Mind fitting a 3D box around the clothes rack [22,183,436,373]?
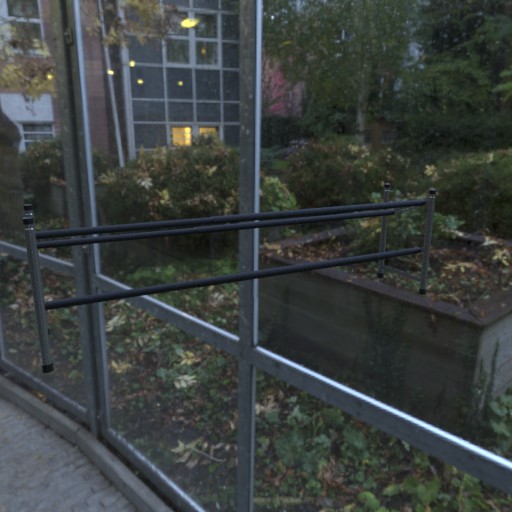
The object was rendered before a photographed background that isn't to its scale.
[{"bbox_3d":[0.000,0.000,1.286,1.168,0.349,0.229,-7,17,-26],"label":"clothes rack"}]
